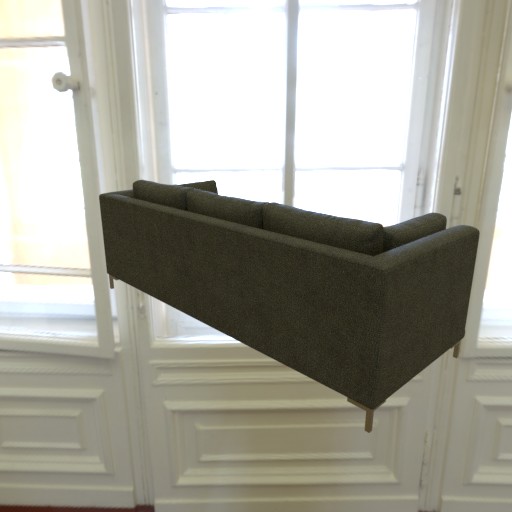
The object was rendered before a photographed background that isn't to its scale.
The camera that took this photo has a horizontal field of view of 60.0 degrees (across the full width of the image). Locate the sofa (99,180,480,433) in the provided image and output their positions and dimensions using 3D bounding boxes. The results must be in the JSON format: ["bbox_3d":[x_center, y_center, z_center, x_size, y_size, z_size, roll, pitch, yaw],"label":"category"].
[{"bbox_3d":[0.000,0.000,2.914,0.969,0.867,2.415,-16,23,-42],"label":"sofa"}]
